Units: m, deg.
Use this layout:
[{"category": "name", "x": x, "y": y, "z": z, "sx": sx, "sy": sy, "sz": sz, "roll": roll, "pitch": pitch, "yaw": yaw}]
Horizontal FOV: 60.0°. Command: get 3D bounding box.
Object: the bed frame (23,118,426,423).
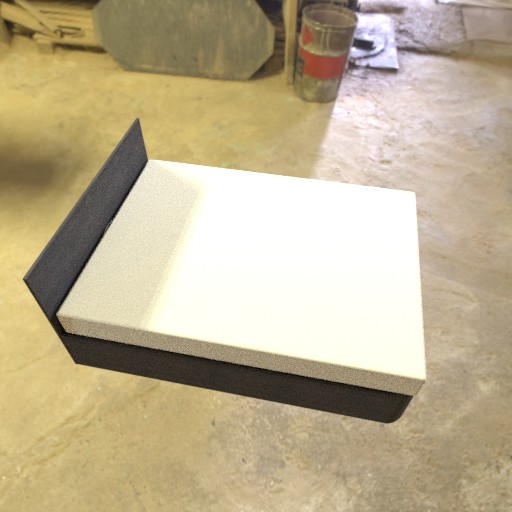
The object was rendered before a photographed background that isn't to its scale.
[{"category": "bed frame", "x": 0.000, "y": 0.000, "z": 2.659, "sx": 1.900, "sy": 0.800, "sz": 1.400, "roll": 9, "pitch": 49, "yaw": 8}]
